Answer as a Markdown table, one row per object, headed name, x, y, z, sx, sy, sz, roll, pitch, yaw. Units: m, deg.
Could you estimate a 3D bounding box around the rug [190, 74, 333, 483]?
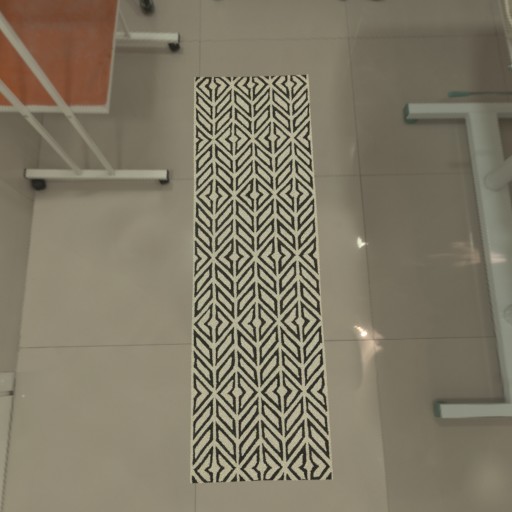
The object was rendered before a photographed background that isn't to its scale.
| name | x | y | z | sx | sy | sz | roll | pitch | yaw |
| --- | --- | --- | --- | --- | --- | --- | --- | --- | --- |
| rug | 0.000 | 0.000 | 2.615 | 0.750 | 0.009 | 2.435 | -1 | 76 | 0 |
